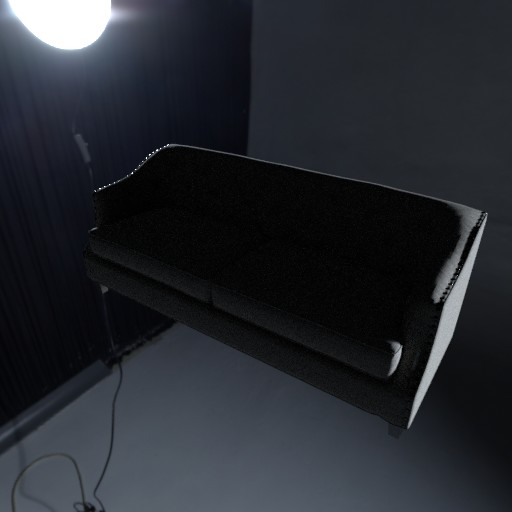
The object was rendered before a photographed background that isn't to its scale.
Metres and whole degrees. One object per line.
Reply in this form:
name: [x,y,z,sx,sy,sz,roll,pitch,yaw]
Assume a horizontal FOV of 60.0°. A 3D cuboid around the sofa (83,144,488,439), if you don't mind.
sofa: [0.000,0.000,2.663,2.235,0.901,0.914,19,35,30]
